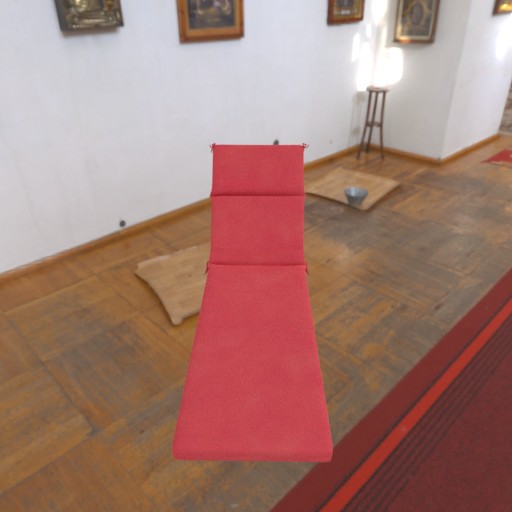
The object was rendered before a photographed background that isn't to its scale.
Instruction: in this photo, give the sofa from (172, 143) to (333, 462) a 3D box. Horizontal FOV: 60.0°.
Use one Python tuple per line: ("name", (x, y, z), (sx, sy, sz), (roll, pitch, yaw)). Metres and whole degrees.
("sofa", (0.000, 0.000, 2.005), (0.582, 0.622, 1.663), (0, 29, 1))
